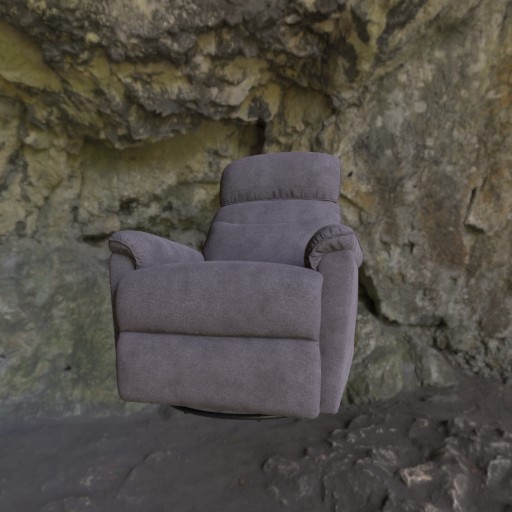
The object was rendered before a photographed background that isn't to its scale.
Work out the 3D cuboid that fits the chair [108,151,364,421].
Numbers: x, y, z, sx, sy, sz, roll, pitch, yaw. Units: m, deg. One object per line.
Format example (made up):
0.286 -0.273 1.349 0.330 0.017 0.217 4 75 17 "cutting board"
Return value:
0.000 0.000 1.765 0.830 1.036 1.009 -1 -2 17 "chair"
